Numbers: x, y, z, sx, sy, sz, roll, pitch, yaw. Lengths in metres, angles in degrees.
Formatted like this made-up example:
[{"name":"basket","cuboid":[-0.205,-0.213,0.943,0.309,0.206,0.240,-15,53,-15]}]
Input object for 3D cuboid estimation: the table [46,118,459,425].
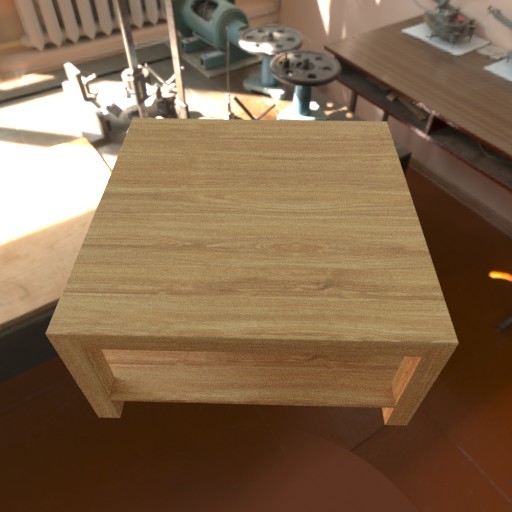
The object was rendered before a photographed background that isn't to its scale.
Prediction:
[{"name":"table","cuboid":[0.000,0.000,1.433,0.900,0.450,0.900,1,47,1]}]
